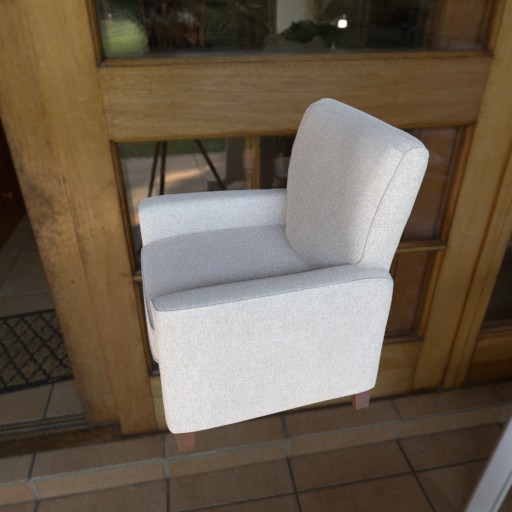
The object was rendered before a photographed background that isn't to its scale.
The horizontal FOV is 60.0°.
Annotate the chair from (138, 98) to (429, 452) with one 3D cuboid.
[{"bbox_3d":[0.000,0.000,1.670,0.859,1.023,0.845,-8,31,-14],"label":"chair"}]
